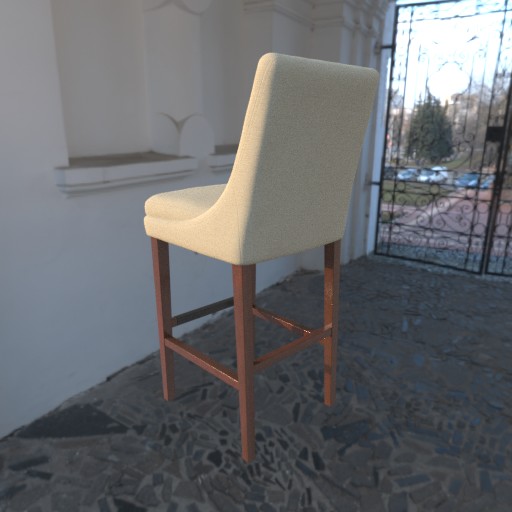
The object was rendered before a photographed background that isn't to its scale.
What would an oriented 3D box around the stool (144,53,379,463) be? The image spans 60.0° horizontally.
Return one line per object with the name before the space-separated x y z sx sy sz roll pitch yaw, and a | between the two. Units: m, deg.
stool | 0.000 0.000 1.385 0.470 1.078 0.577 -15 22 -41
